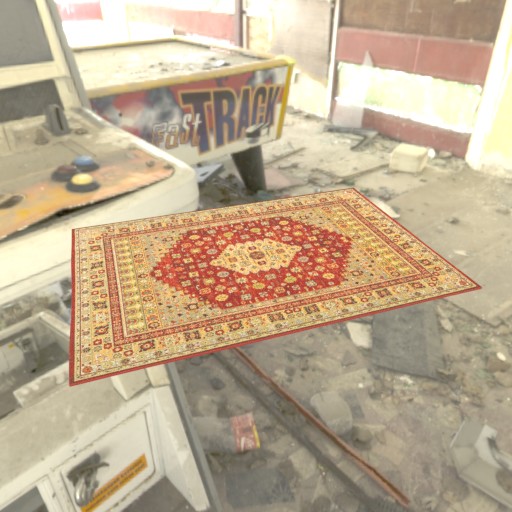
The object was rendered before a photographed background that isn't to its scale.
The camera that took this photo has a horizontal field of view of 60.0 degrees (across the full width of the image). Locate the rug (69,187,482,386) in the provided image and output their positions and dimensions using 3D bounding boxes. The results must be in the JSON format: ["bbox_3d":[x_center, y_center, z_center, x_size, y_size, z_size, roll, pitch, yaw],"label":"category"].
[{"bbox_3d":[0.000,0.000,2.280,1.802,0.013,1.194,-10,34,-16],"label":"rug"}]
